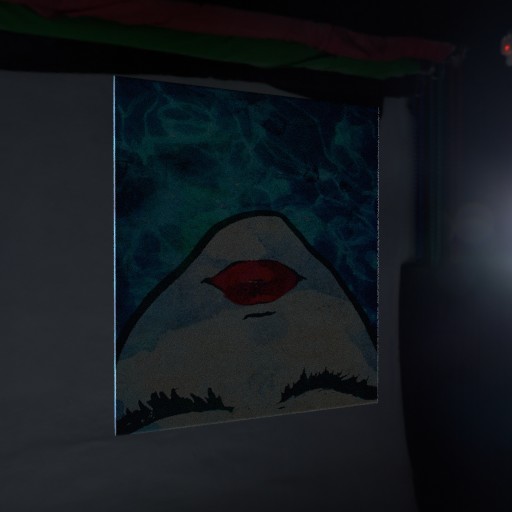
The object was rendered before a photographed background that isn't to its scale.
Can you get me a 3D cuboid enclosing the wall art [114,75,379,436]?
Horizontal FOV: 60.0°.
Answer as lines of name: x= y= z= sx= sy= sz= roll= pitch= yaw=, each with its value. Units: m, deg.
wall art: x=0.000 y=0.000 z=0.710 sx=0.432 sy=0.508 sz=0.038 roll=0 pitch=1 yaw=-19
